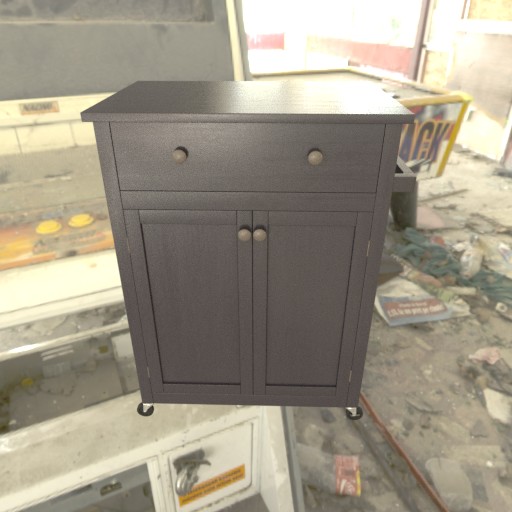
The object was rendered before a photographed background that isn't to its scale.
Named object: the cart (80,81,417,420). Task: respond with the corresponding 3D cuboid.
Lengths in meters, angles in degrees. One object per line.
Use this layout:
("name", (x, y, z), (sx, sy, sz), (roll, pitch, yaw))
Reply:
("cart", (0.000, 0.000, 1.269), (0.690, 0.878, 0.449), (1, 29, 1))
